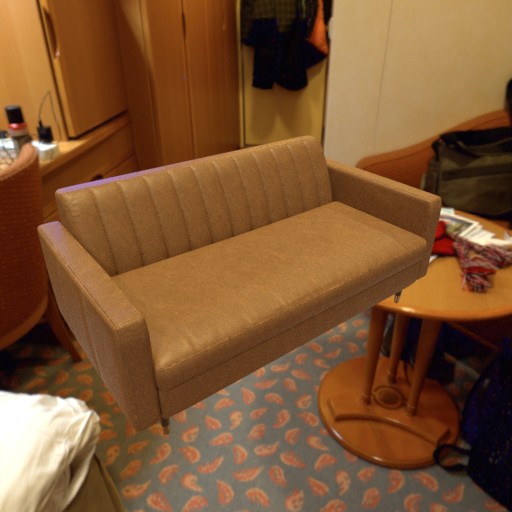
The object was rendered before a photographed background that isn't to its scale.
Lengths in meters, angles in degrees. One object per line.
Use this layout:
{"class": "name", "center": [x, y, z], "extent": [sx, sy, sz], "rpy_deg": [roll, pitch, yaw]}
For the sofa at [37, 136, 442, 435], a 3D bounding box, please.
{"class": "sofa", "center": [0.000, 0.000, 2.312], "extent": [1.847, 0.821, 0.993], "rpy_deg": [-21, 36, -32]}
